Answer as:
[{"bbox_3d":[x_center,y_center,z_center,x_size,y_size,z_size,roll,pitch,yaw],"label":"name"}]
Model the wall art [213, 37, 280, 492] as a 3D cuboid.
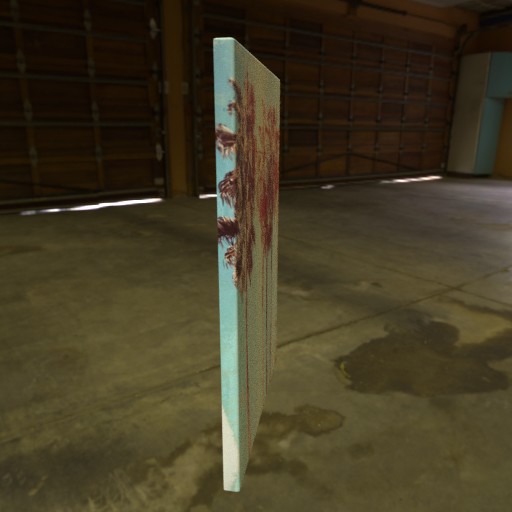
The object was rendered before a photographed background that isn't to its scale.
[{"bbox_3d":[0.000,0.000,1.142,0.037,0.915,0.605,3,16,10],"label":"wall art"}]
